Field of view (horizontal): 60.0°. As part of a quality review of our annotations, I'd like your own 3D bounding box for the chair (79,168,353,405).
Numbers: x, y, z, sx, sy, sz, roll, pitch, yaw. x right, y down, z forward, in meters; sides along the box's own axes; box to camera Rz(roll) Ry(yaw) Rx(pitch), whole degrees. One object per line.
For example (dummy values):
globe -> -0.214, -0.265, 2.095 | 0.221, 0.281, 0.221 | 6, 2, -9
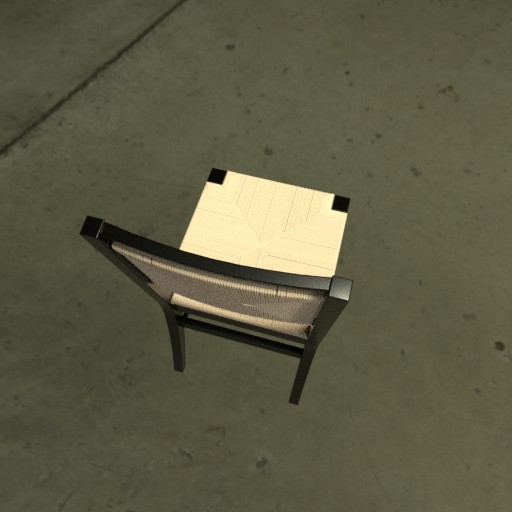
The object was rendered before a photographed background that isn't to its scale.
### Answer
chair -> 0.000, 0.000, 1.201 | 0.437, 0.927, 0.552 | 14, 63, 7
